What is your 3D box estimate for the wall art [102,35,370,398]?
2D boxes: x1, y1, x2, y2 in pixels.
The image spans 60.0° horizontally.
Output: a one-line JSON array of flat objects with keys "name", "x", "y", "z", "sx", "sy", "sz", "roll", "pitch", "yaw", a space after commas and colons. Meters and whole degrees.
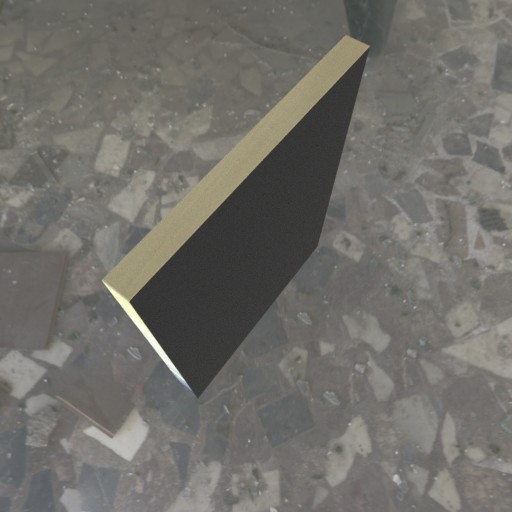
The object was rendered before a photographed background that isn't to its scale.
[{"name": "wall art", "x": 0.000, "y": 0.000, "z": 0.823, "sx": 0.040, "sy": 0.608, "sz": 0.489, "roll": 34, "pitch": 68, "yaw": 16}]
